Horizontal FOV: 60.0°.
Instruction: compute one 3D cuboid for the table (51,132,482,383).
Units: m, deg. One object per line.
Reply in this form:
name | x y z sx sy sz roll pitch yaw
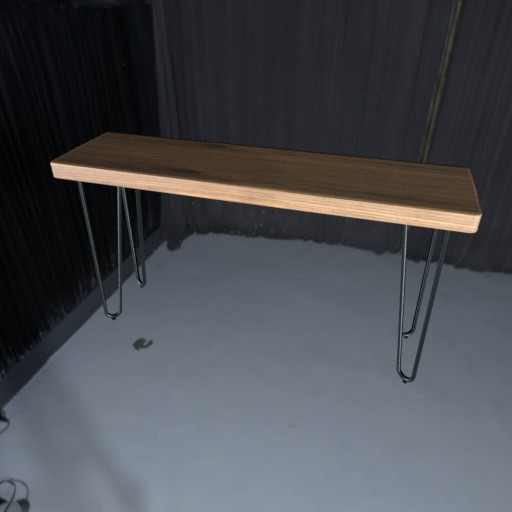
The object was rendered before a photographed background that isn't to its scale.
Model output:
table | 0.000 0.000 1.932 1.570 0.834 0.425 9 34 14
